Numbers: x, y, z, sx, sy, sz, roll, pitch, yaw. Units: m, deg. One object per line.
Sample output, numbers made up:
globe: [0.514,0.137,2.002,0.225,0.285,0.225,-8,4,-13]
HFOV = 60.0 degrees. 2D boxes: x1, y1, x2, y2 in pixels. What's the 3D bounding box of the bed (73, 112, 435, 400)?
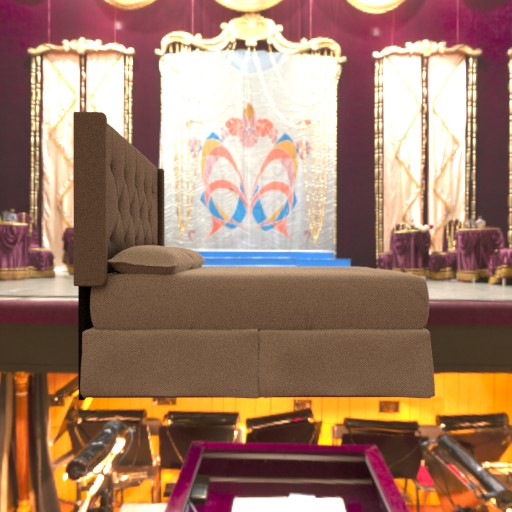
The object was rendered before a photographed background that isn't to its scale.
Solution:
bed: [0.000,0.000,3.320,2.066,1.665,1.719,0,0,0]
